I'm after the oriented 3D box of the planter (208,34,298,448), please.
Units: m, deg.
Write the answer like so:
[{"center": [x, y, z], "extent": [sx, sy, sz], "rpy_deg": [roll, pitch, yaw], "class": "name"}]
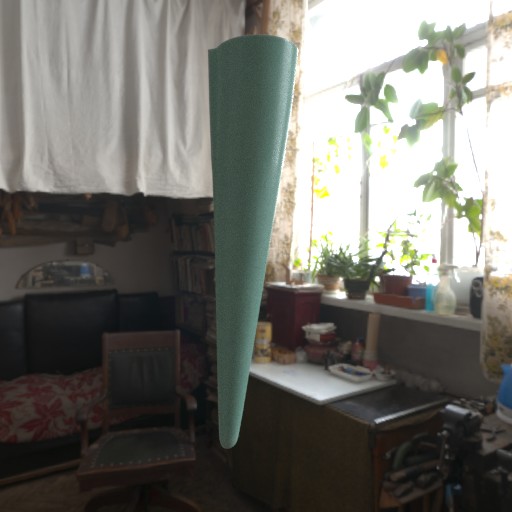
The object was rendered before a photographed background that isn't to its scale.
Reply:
[{"center": [0.000, 0.000, 0.297], "extent": [0.055, 0.268, 0.054], "rpy_deg": [1, 3, 17], "class": "planter"}]
